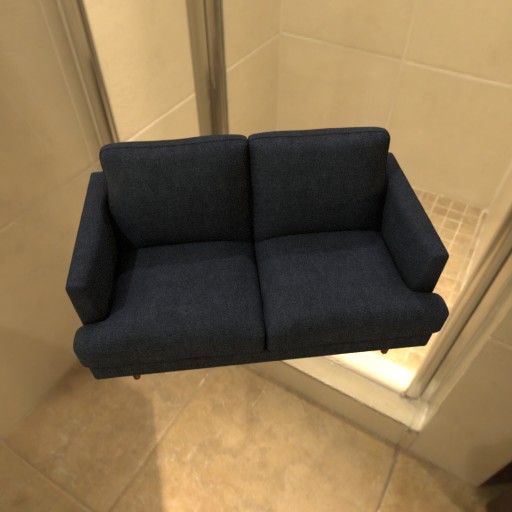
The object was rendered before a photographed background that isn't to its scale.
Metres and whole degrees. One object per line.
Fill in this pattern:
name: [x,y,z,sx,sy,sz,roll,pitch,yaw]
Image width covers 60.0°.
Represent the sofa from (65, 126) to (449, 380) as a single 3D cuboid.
sofa: [0.000,0.000,2.114,1.582,0.944,0.903,-5,47,-4]
